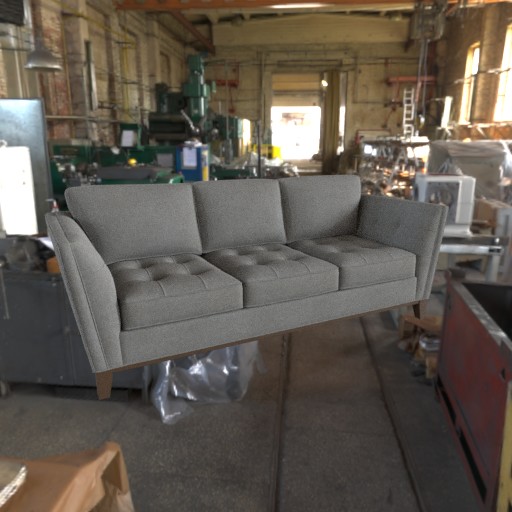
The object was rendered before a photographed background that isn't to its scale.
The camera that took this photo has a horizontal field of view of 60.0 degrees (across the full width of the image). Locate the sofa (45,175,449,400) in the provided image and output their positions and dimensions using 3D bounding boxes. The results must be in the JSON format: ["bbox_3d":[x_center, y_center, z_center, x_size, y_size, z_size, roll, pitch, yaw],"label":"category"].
[{"bbox_3d":[0.000,0.000,2.876,2.387,0.940,0.965,-8,16,-27],"label":"sofa"}]
